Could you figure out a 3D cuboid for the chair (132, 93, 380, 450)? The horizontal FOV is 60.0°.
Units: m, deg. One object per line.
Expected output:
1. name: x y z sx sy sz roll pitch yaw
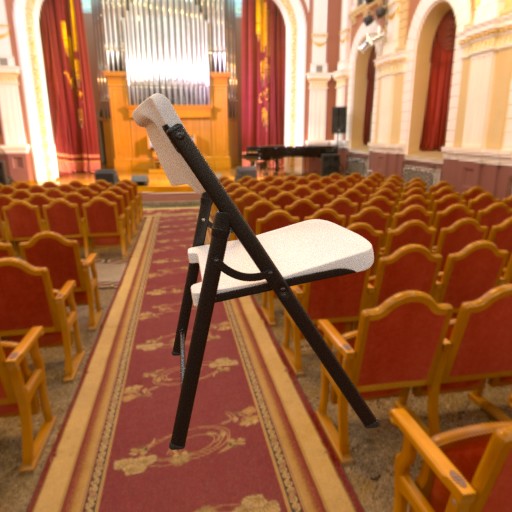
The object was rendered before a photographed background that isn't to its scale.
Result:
1. chair: 0.000 0.000 1.163 0.577 0.765 0.482 -3 16 -9
